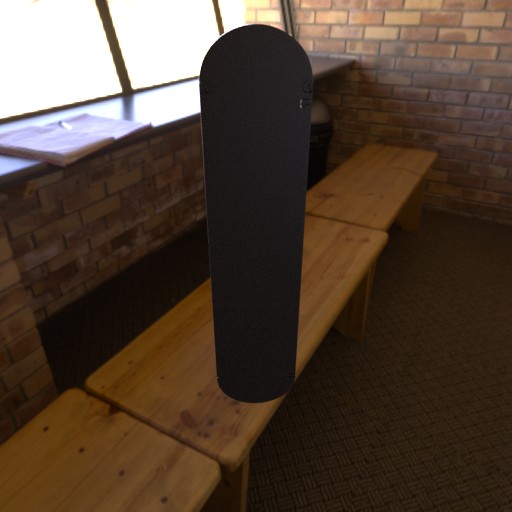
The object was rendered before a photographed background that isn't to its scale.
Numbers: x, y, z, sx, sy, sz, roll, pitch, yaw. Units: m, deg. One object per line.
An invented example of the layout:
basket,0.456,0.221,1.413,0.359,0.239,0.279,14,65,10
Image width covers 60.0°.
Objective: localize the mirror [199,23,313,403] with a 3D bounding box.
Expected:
mirror,0.000,0.000,1.067,0.222,0.991,0.032,-1,30,-2
